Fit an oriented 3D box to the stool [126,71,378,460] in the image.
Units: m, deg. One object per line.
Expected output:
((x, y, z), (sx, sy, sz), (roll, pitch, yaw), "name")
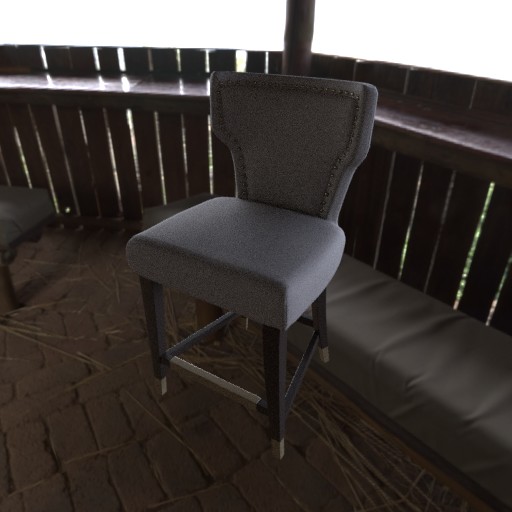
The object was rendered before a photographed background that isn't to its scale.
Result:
((0.000, 0.000, 1.349), (0.527, 0.982, 0.563), (17, 34, 28), "stool")
